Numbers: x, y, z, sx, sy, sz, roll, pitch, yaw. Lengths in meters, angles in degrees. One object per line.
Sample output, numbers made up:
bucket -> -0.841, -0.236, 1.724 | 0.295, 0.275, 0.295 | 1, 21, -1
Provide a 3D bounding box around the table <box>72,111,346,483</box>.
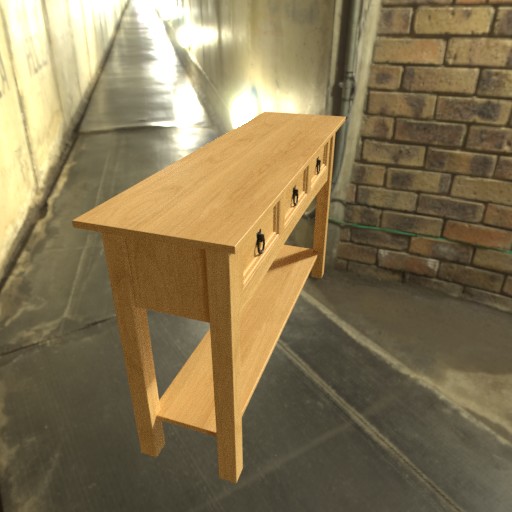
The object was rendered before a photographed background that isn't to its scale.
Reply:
table -> 0.000, 0.000, 1.522 | 0.350, 0.730, 1.240 | 9, 30, 17
